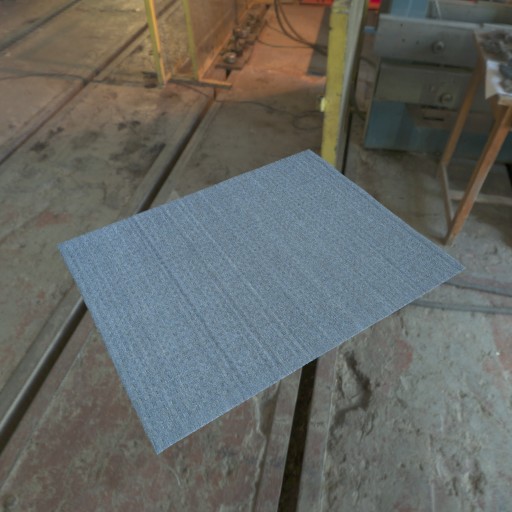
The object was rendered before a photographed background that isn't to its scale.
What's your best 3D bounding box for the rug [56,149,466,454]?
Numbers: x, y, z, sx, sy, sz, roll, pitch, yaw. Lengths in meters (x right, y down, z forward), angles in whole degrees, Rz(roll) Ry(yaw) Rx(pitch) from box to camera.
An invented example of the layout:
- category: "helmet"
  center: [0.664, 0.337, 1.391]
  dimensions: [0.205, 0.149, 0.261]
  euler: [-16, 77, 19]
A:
- category: "rug"
  center: [0.000, 0.000, 4.340]
  dimensions: [3.200, 0.007, 2.443]
  euler: [-25, 51, -22]
